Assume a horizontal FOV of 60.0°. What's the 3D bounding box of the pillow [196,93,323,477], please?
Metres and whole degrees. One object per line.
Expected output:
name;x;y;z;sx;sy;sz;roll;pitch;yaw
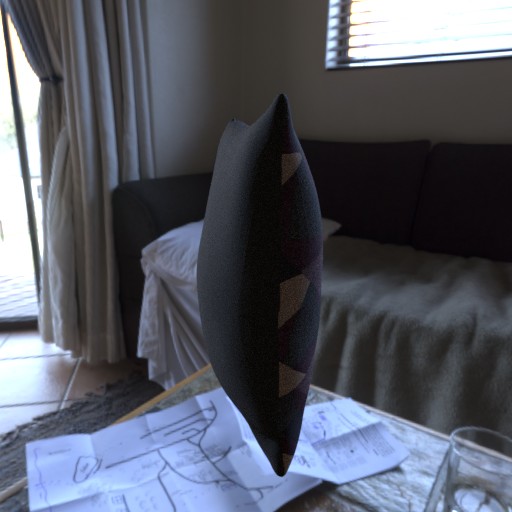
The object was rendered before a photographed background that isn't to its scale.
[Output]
pillow;0.000;0.000;0.777;0.208;0.496;0.503;-2;15;-9
